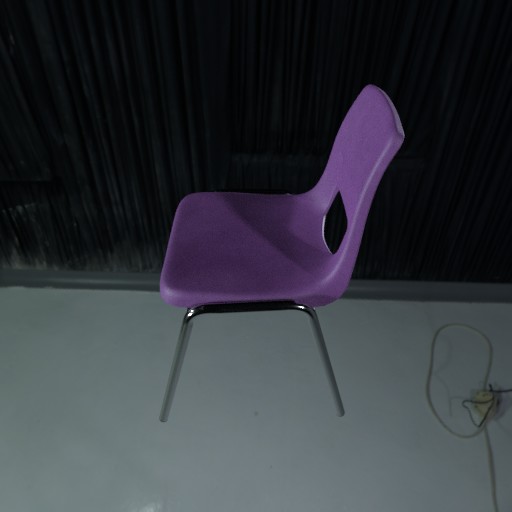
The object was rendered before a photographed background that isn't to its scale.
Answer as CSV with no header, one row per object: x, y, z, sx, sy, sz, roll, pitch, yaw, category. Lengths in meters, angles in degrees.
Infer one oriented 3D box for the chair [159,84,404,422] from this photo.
0.000,0.000,0.916,0.432,0.654,0.381,0,41,0,chair
